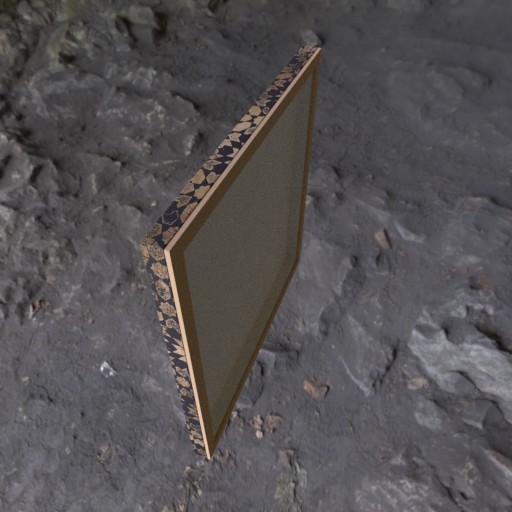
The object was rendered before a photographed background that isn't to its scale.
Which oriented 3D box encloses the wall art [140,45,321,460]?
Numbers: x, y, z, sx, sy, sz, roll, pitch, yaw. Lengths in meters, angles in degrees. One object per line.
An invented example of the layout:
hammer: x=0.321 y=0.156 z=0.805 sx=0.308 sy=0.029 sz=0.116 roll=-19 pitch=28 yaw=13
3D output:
wall art: x=0.000 y=0.000 z=0.901 sx=0.038 sy=0.612 sz=0.612 roll=16 pitch=48 yaw=15
